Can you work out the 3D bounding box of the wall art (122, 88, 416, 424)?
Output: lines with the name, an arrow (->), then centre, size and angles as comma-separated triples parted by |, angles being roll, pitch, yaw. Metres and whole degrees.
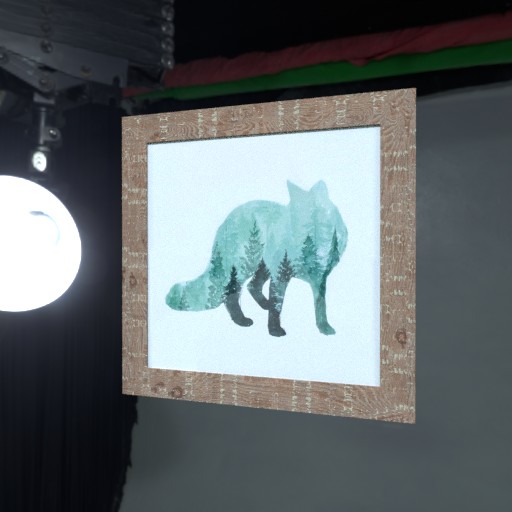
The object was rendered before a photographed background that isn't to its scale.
wall art -> 0.000, 0.000, 0.567 | 0.384, 0.384, 0.012 | 0, 0, 16
